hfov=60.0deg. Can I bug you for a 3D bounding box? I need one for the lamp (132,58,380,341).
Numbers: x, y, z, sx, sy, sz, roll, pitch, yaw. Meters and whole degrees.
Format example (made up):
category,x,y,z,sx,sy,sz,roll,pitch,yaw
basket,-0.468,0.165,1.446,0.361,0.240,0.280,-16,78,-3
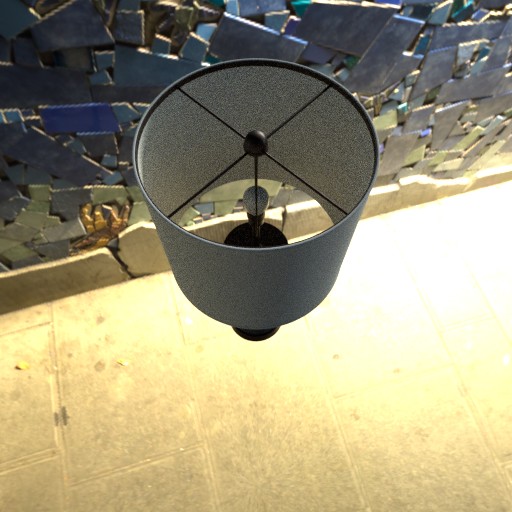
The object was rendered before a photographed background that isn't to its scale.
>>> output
category,x,y,z,sx,sy,sz,roll,pitch,yaw
lamp,0.000,0.000,0.808,0.301,0.630,0.301,-1,63,-1
